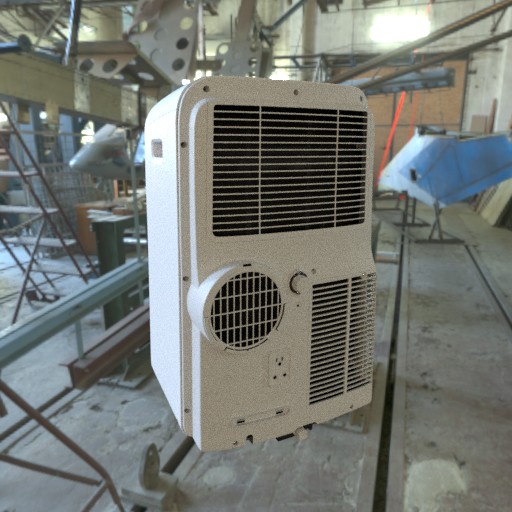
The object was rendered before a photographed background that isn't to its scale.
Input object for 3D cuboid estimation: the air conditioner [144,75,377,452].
[{"bbox_3d":[0.000,0.000,1.082,0.478,0.765,0.467,-7,15,-26],"label":"air conditioner"}]
